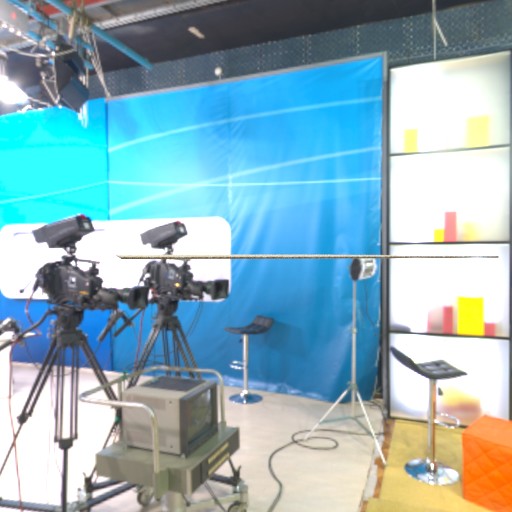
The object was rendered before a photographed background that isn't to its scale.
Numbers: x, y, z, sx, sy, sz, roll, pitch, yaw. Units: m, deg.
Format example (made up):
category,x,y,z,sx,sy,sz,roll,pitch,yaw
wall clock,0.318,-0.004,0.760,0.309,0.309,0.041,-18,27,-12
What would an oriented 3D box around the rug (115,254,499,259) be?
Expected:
category,x,y,z,sx,sy,sz,roll,pitch,yaw
rug,0.000,0.000,3.819,2.286,0.013,2.894,0,0,-18
